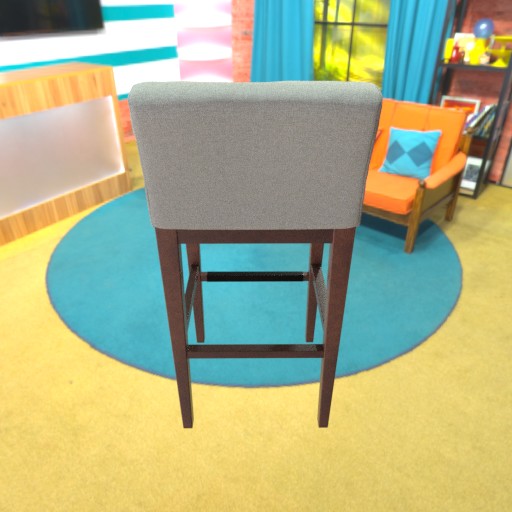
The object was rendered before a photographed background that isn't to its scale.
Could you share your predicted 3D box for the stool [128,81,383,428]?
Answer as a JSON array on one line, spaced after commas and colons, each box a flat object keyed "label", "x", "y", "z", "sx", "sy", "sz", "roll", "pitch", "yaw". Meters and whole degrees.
[{"label": "stool", "x": 0.000, "y": 0.000, "z": 1.314, "sx": 0.511, "sy": 1.037, "sz": 0.500, "roll": 0, "pitch": 31, "yaw": 0}]
